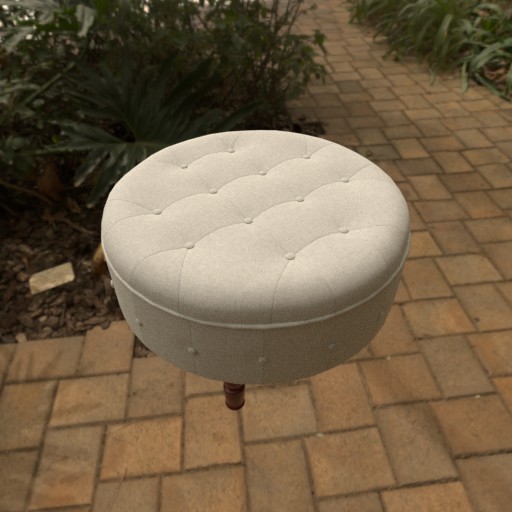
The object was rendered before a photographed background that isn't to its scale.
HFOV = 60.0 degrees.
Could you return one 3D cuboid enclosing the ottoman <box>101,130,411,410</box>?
[{"bbox_3d":[0.000,0.000,1.363,0.850,0.483,0.850,0,41,0],"label":"ottoman"}]
